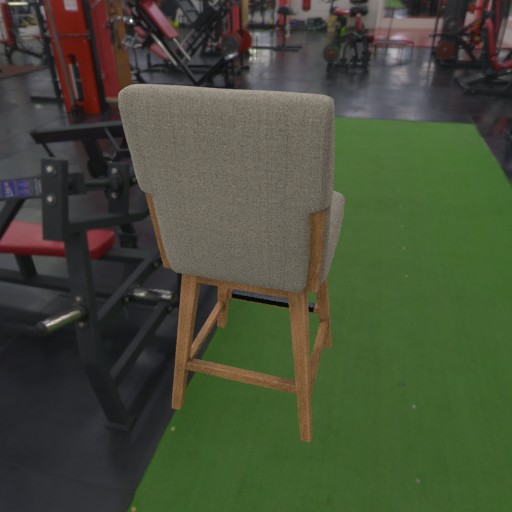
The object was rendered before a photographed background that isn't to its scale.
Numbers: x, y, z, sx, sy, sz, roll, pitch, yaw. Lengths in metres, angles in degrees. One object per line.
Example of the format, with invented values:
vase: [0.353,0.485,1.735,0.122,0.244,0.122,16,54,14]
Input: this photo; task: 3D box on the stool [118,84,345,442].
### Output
stool: [0.000,0.000,1.293,0.459,1.010,0.526,9,32,14]
